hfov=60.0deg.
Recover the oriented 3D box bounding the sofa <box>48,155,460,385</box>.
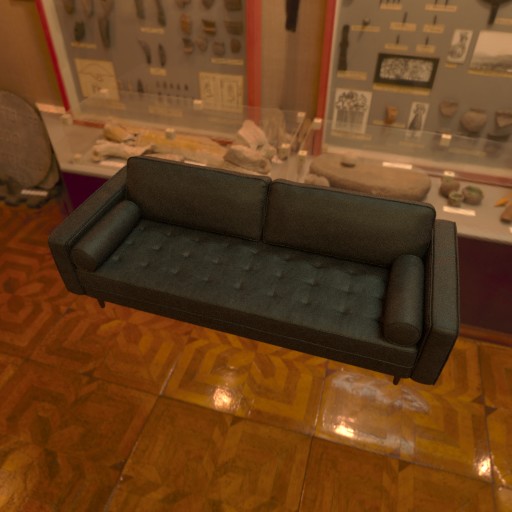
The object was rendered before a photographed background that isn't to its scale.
[{"bbox_3d":[0.000,0.000,2.636,2.210,0.762,0.914,12,42,13],"label":"sofa"}]
